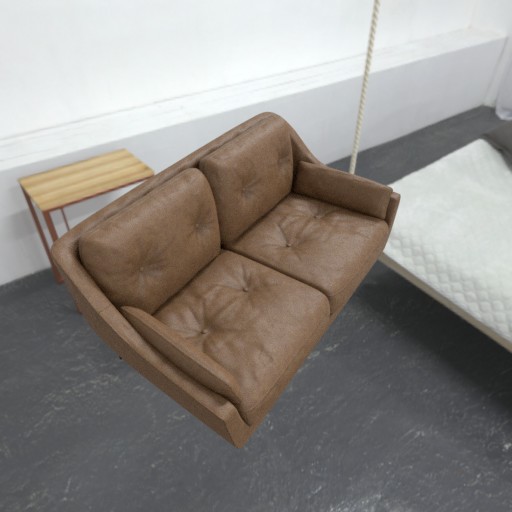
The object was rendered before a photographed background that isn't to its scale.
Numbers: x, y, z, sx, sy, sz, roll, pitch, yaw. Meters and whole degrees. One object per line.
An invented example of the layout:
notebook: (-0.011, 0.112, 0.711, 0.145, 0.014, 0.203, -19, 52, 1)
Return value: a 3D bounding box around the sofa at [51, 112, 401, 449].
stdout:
sofa: (0.000, 0.000, 2.327, 0.981, 0.886, 1.731, 24, 46, 25)
